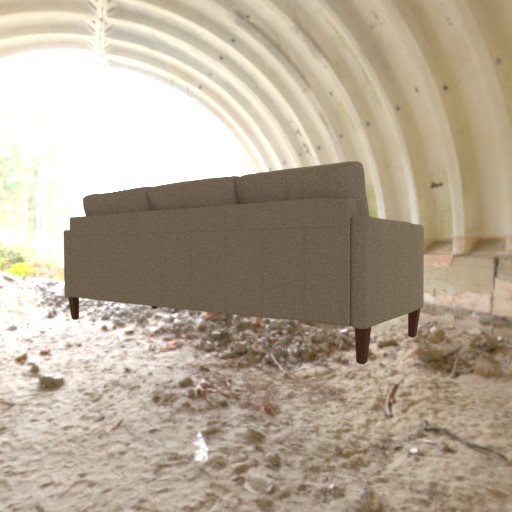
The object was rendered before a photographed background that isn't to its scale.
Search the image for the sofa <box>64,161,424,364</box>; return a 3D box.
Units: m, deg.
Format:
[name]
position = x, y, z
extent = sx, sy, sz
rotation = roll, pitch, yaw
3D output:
[sofa]
position = 0.000, 0.000, 3.000
extent = 2.178, 0.875, 1.506
rotation = 0, 1, 36
